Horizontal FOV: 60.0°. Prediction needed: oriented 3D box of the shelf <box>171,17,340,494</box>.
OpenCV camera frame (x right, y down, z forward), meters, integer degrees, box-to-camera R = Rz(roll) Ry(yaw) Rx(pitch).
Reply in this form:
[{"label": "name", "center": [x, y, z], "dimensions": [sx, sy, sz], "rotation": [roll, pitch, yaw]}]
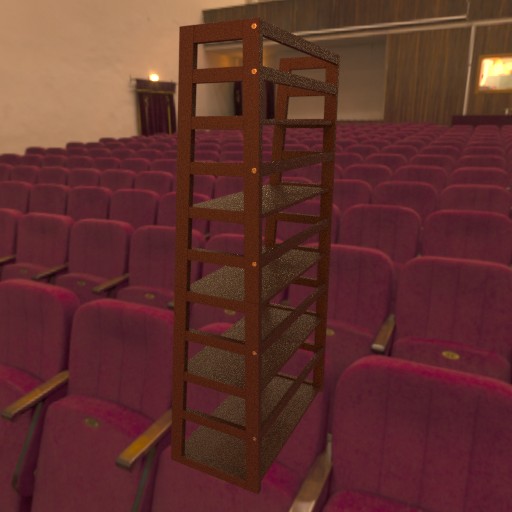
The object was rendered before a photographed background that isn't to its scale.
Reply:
[{"label": "shelf", "center": [0.000, 0.000, 1.836], "dimensions": [0.403, 1.600, 0.763], "rotation": [8, 18, 26]}]
